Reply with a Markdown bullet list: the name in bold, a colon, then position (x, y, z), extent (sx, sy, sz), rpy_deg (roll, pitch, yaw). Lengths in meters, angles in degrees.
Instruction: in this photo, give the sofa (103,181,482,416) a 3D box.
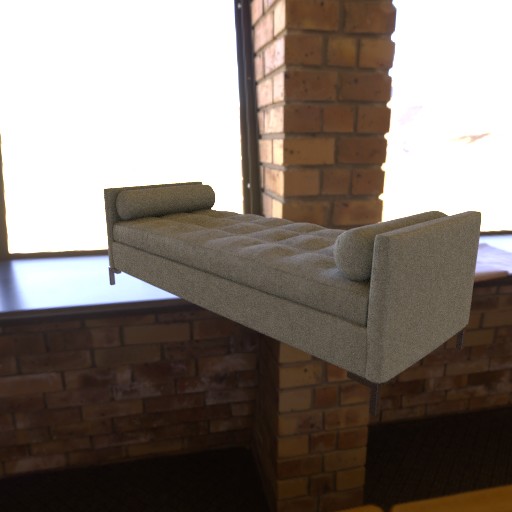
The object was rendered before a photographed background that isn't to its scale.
- **sofa**: position (0.000, 0.000, 2.482), extent (0.797, 0.657, 2.102), rpy_deg (-14, 20, -42)
